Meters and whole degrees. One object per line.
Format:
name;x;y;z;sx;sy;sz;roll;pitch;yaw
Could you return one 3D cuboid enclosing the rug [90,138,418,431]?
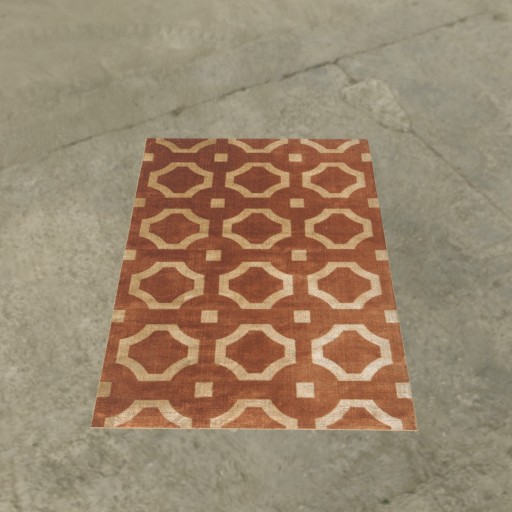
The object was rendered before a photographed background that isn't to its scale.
rug;0.000;0.000;4.118;2.466;0.021;3.049;0;59;0
